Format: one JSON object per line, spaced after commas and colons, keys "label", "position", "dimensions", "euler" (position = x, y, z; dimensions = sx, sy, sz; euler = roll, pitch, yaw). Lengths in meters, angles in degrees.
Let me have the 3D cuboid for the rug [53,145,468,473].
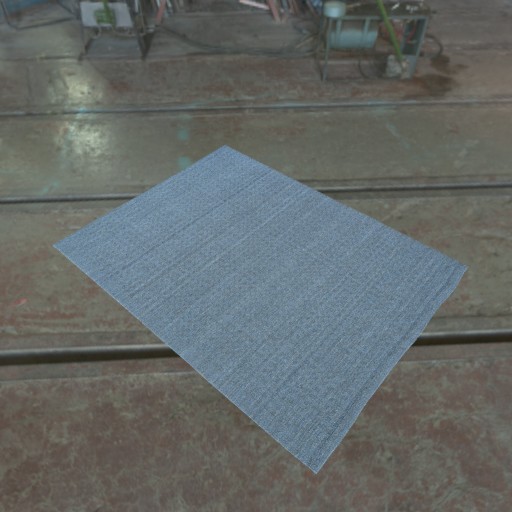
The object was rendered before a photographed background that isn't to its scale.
{"label": "rug", "position": [0.000, 0.000, 4.248], "dimensions": [3.200, 0.007, 2.443], "euler": [32, 54, 28]}
